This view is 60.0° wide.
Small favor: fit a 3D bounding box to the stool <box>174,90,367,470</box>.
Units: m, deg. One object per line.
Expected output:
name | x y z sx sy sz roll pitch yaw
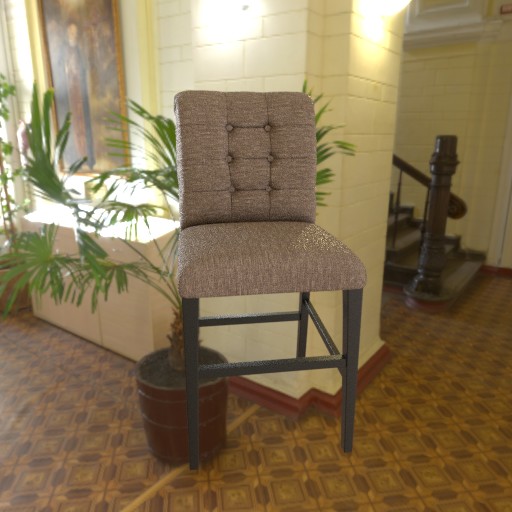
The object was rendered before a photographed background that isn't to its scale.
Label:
stool | 0.000 0.000 1.326 0.457 0.970 0.611 -2 15 -9
